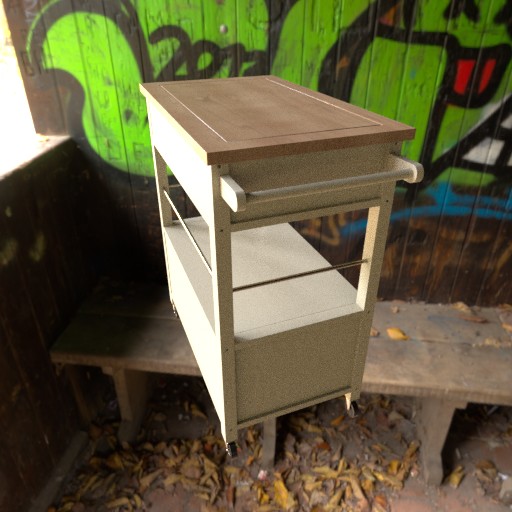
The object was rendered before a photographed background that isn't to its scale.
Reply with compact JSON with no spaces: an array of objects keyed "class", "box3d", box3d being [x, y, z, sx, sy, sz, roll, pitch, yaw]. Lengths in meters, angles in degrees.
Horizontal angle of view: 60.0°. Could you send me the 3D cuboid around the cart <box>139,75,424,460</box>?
[{"class":"cart","box3d":[0.000,0.000,1.362,0.459,0.901,0.840,-11,32,-18]}]
